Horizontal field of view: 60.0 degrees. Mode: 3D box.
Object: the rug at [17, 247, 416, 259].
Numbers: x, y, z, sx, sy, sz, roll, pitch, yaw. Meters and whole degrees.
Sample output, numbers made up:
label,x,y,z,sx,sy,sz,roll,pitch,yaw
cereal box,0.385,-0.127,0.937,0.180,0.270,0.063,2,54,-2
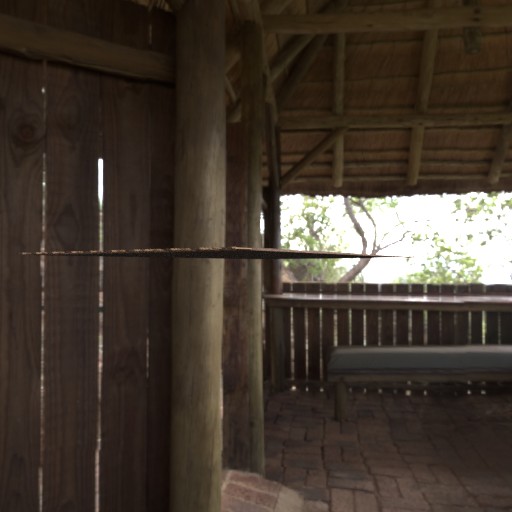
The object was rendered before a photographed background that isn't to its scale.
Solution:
label,x,y,z,sx,sy,sz,roll,pitch,yaw
rug,0.000,0.000,2.990,1.516,0.010,2.434,-1,-1,35
